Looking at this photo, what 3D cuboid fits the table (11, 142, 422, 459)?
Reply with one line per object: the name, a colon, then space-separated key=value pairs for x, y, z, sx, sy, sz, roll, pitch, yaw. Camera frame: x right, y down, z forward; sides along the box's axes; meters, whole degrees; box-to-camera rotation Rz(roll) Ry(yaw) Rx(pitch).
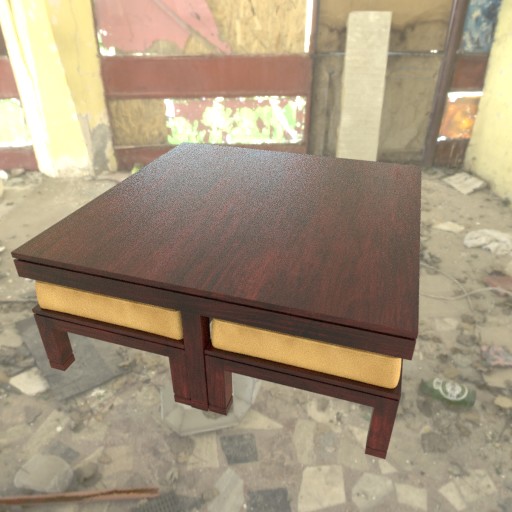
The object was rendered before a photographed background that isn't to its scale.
table: x=0.000 y=0.000 z=1.314 sx=0.865 sy=0.356 sz=0.865 roll=10 pitch=33 yaw=15
